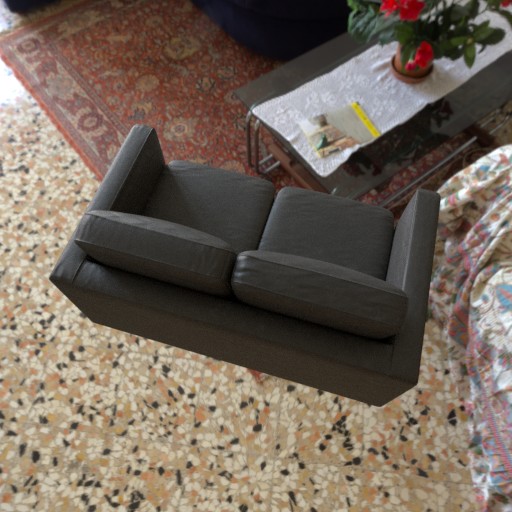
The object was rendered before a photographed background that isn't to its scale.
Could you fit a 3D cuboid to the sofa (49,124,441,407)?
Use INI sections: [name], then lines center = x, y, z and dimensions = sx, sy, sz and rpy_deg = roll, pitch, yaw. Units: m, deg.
[sofa]
center = 0.000, 0.000, 2.025
dimensions = 1.430, 0.899, 0.879
rpy_deg = 15, 64, 7
